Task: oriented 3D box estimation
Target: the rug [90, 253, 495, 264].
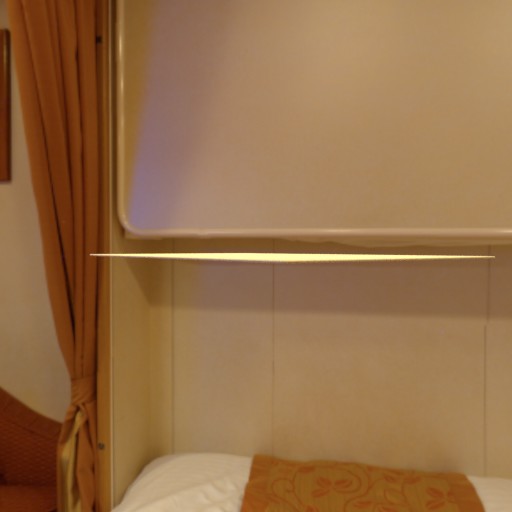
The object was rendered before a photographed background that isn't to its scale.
[{"bbox_3d":[0.000,0.000,3.004,1.531,0.014,2.441,-1,1,-36],"label":"rug"}]
